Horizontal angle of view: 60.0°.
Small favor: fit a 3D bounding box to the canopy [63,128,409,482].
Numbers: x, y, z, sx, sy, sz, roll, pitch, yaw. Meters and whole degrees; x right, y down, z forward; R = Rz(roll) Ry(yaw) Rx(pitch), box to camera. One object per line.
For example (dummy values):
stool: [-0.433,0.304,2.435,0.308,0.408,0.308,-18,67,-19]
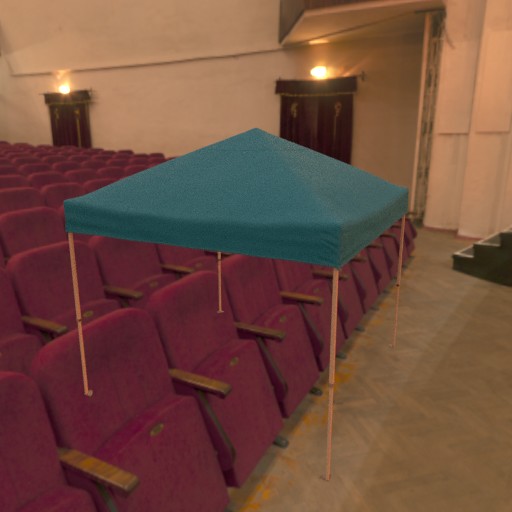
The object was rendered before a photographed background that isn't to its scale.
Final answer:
canopy: [0.000,0.000,5.385,2.996,2.997,2.998,7,16,27]
